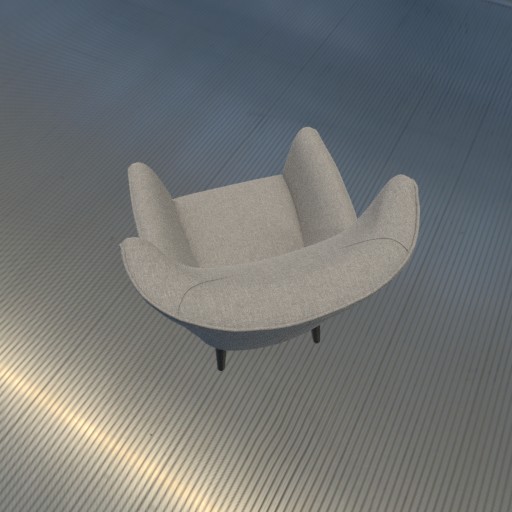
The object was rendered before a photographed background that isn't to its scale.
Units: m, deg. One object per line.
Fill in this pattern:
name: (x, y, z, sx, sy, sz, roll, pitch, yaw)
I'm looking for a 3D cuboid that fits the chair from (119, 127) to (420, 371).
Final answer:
chair: (0.000, 0.000, 1.586, 0.781, 0.933, 0.888, -14, 59, -9)
